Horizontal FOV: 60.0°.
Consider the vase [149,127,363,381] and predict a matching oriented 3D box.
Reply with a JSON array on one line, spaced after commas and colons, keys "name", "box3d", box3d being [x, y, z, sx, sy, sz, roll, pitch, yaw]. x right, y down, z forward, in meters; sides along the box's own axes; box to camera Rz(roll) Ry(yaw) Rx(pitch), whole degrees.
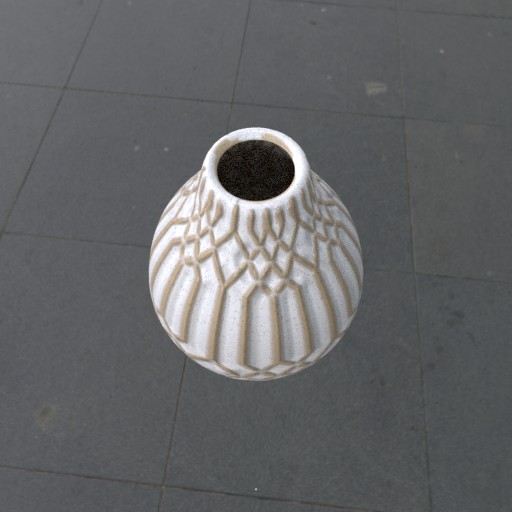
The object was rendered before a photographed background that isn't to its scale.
[{"name": "vase", "box3d": [0.000, 0.000, 0.315, 0.159, 0.200, 0.159, 0, 62, 0]}]
